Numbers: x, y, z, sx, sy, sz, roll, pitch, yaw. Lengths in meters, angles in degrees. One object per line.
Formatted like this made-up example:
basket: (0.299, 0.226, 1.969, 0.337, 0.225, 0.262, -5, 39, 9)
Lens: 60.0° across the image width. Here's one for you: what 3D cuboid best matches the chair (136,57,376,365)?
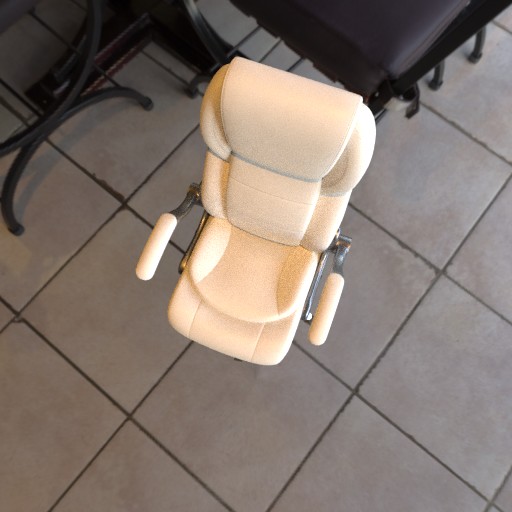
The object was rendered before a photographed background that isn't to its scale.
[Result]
chair: (0.000, 0.000, 1.801, 0.755, 1.330, 0.806, 20, 75, 5)
